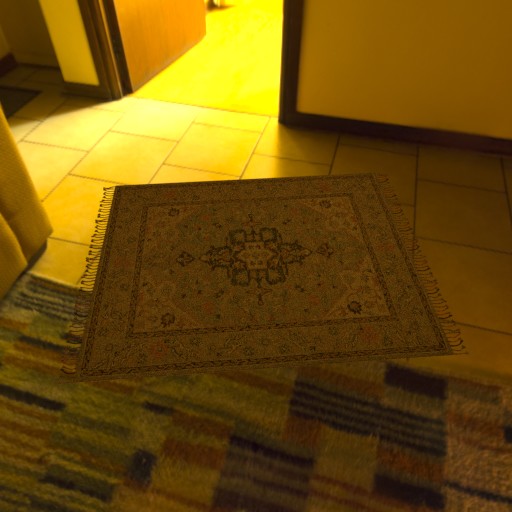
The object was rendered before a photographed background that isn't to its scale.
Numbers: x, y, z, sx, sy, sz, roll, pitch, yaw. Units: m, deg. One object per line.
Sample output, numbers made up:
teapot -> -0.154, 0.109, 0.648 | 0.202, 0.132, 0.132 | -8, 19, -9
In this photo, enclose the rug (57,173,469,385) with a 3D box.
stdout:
rug -> 0.000, 0.000, 3.476 | 2.651, 0.010, 1.971 | -3, 47, -3
